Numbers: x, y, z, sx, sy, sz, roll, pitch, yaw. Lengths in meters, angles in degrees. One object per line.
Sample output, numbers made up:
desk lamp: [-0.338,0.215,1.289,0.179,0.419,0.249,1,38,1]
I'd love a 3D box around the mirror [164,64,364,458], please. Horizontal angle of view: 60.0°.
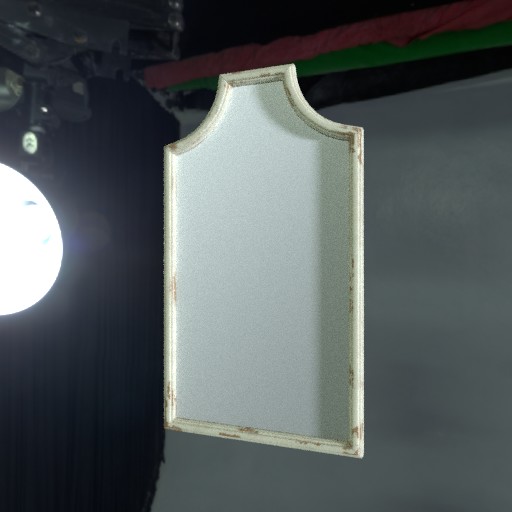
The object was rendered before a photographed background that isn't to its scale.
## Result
mirror: [0.000,0.000,0.854,0.403,0.717,0.022,0,0,20]
